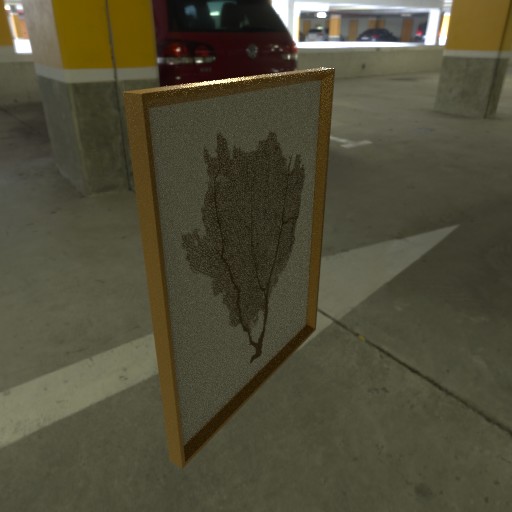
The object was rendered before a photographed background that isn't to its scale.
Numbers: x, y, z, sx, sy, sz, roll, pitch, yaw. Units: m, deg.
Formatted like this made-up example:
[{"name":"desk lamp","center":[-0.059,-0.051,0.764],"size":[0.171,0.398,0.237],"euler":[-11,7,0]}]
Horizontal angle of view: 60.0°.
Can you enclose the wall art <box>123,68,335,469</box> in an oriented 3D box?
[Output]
[{"name":"wall art","center":[0.000,0.000,1.015],"size":[0.038,0.762,0.610],"euler":[17,31,31]}]
